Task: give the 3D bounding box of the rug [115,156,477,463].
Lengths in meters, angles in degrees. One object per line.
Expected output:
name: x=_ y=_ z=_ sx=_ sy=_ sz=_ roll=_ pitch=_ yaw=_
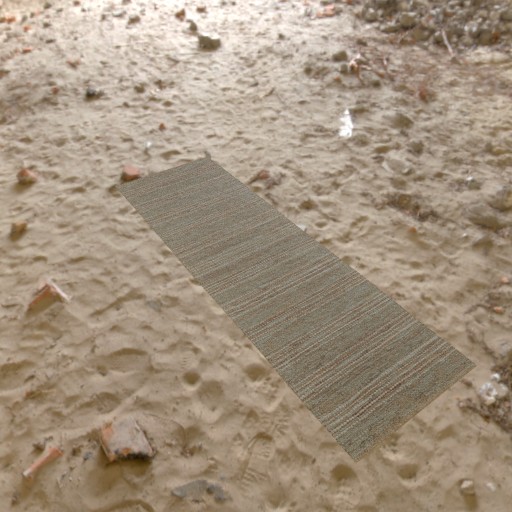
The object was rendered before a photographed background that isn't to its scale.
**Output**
rug: x=0.000 y=0.000 z=2.628 sx=0.783 sy=0.006 sz=2.438 roll=-25 pitch=47 yaw=-26
